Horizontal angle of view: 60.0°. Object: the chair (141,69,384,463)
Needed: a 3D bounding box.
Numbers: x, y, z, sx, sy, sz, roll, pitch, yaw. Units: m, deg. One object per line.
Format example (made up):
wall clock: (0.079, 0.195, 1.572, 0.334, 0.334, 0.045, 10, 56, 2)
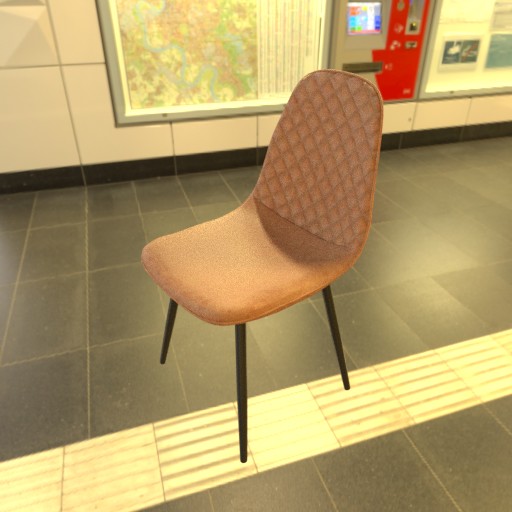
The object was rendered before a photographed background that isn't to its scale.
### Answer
chair: (0.000, 0.000, 1.206, 0.561, 0.889, 0.472, -22, 38, -32)
